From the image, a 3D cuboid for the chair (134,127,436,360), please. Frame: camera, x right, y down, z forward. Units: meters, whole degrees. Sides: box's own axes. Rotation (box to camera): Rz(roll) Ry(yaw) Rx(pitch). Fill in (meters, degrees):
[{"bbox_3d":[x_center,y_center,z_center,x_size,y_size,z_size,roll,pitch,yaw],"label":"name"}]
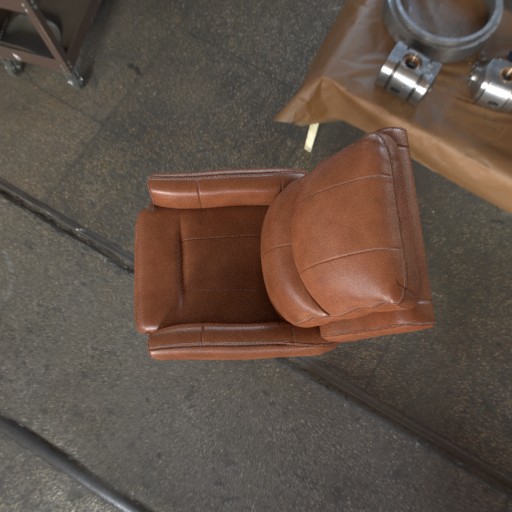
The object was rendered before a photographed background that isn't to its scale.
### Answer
[{"bbox_3d":[0.000,0.000,1.818,1.072,1.016,0.821,-3,76,-1],"label":"chair"}]
